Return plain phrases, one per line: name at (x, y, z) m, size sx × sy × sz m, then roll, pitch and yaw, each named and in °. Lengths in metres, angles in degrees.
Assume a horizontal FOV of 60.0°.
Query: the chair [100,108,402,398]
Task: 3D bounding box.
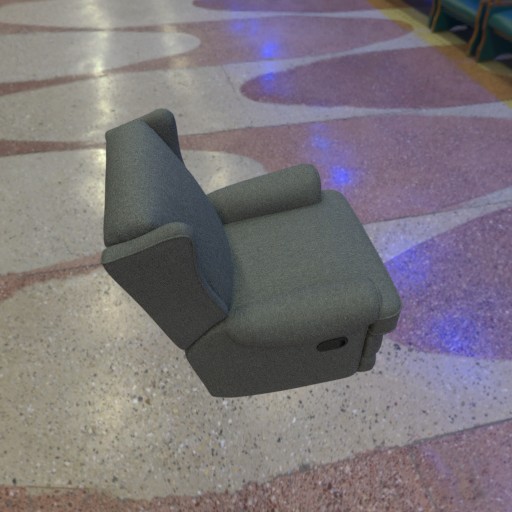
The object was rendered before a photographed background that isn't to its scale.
chair at (0.000, 0.000, 1.740) m, size 0.969 × 1.011 × 0.847 m, roll -9°, pitch 47°, yaw -8°
